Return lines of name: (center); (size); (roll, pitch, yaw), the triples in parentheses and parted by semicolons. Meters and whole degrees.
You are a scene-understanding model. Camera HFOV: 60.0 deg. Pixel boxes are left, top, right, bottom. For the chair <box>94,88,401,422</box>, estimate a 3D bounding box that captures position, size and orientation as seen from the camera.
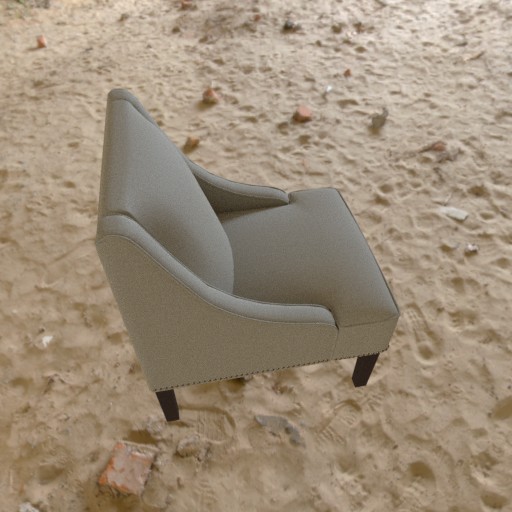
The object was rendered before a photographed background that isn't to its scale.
chair: (0.000, 0.000, 1.375); (0.737, 0.864, 0.610); (-8, 47, -7)
